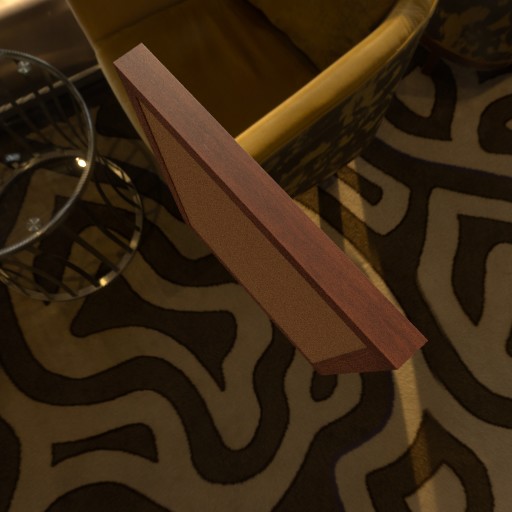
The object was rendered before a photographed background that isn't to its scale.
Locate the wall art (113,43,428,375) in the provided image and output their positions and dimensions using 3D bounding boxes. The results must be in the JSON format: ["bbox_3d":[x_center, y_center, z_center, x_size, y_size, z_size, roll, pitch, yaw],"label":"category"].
[{"bbox_3d":[0.000,0.000,0.523,0.030,0.381,0.330,-40,78,-10],"label":"wall art"}]
